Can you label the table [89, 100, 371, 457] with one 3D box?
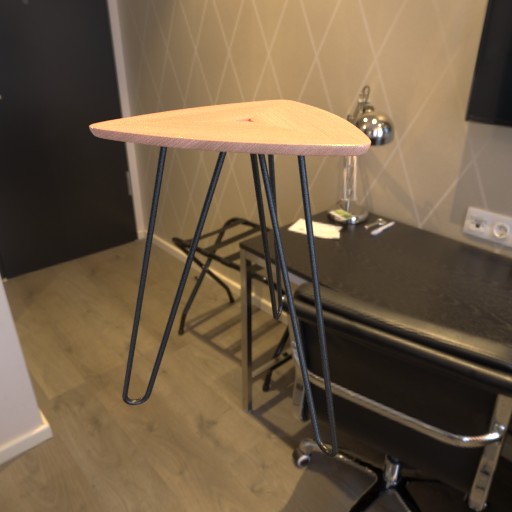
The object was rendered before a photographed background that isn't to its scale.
[{"bbox_3d":[0.000,0.000,0.913,0.442,0.564,0.455,8,28,16],"label":"table"}]
